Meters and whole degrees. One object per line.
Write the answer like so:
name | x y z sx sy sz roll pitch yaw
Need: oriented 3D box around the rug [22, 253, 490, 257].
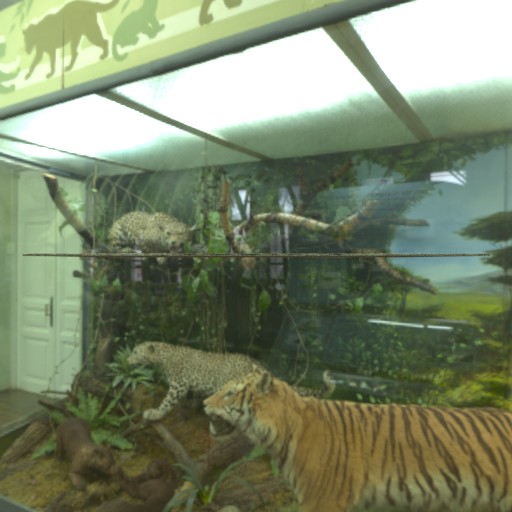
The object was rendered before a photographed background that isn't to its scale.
rug | 0.000 0.000 4.810 3.824 0.019 2.393 0 0 -1
